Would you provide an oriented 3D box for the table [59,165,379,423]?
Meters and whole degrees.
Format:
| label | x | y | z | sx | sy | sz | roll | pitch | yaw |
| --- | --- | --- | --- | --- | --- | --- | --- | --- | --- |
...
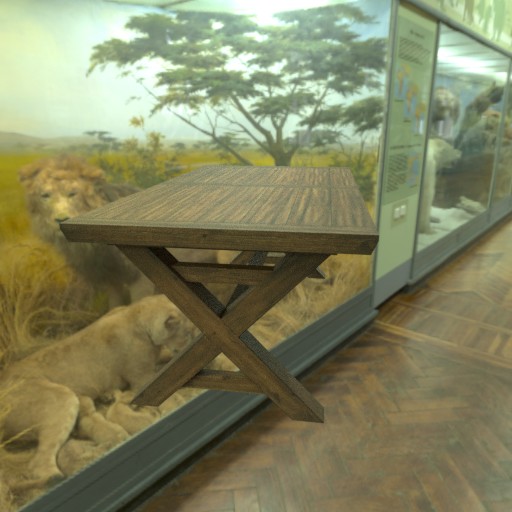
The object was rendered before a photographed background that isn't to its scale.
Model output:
| label | x | y | z | sx | sy | sz | roll | pitch | yaw |
| --- | --- | --- | --- | --- | --- | --- | --- | --- | --- |
| table | 0.000 | 0.000 | 2.492 | 1.071 | 0.793 | 1.966 | 3 | 18 | 8 |
